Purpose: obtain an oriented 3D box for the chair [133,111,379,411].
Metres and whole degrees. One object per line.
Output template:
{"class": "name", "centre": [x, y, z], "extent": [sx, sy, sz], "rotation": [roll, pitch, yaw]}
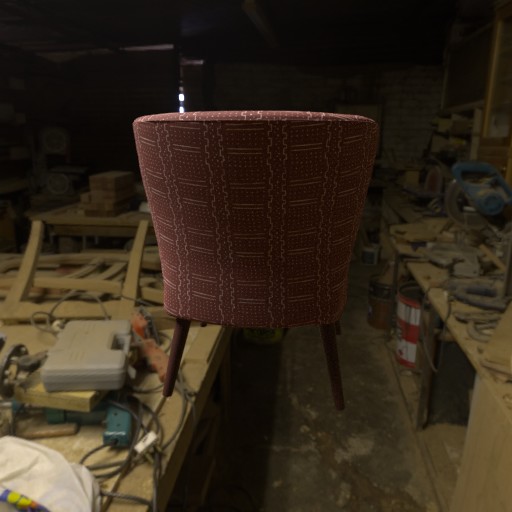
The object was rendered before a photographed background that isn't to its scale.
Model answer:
{"class": "chair", "centre": [0.000, 0.000, 1.435], "extent": [0.706, 0.866, 0.758], "rotation": [2, 16, 7]}
